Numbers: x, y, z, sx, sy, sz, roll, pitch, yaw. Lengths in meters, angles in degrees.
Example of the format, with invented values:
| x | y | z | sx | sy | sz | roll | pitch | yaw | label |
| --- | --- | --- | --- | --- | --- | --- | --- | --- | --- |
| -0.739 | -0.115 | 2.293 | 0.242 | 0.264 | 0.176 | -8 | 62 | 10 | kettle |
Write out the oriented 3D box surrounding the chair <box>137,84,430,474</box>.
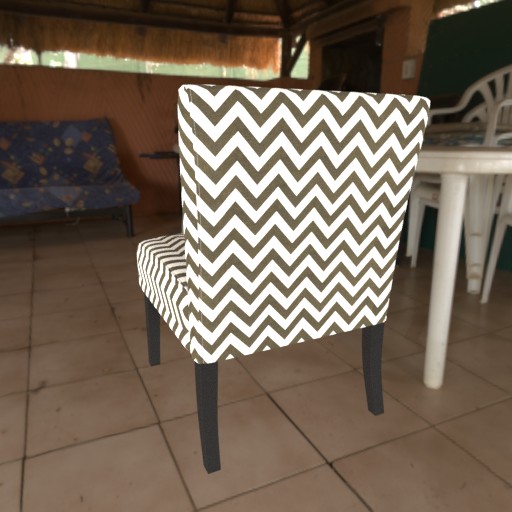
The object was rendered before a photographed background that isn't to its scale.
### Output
| x | y | z | sx | sy | sz | roll | pitch | yaw | label |
| --- | --- | --- | --- | --- | --- | --- | --- | --- | --- |
| 0.000 | 0.000 | 1.261 | 0.589 | 0.838 | 0.648 | -7 | 17 | -25 | chair |
